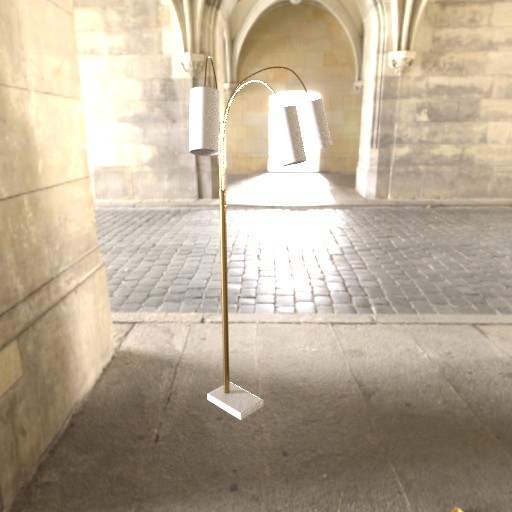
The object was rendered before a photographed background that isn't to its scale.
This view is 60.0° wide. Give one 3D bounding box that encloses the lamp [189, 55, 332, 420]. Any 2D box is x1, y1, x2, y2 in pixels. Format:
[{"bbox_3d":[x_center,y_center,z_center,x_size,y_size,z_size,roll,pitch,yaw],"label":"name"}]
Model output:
[{"bbox_3d":[0.000,0.000,2.518,0.667,2.055,1.020,14,21,42],"label":"lamp"}]
